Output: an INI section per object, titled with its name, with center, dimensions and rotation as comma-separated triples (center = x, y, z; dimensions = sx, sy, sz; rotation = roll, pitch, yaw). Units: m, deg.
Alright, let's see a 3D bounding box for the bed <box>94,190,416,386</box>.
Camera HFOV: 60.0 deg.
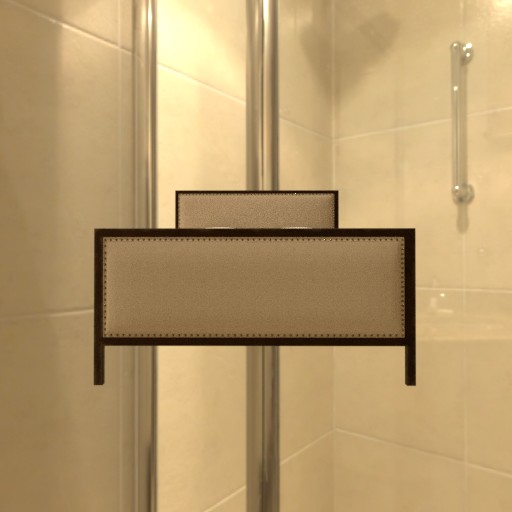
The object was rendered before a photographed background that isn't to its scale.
[bed]
center = 0.000, 0.000, 3.282
dimensions = 1.607, 1.313, 2.221
rotation = 0, -1, 0
